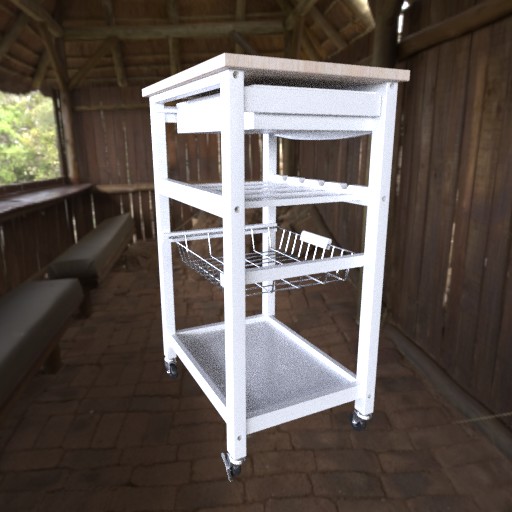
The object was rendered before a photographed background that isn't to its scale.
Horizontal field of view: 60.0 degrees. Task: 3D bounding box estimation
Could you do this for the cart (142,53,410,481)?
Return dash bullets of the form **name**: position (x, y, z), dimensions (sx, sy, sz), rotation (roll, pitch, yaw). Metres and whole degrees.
- **cart**: position (0.000, 0.000, 1.159), dimensions (0.406, 0.857, 0.578), rotation (-7, 16, -26)
